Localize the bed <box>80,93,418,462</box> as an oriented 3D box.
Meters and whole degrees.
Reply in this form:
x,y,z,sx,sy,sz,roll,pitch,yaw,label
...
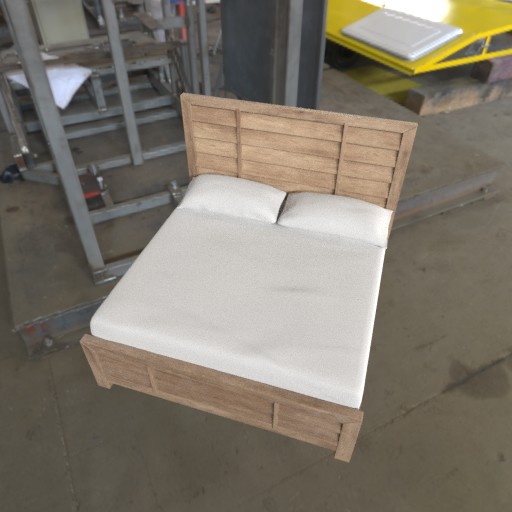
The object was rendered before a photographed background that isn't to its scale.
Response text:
x,y,z,sx,sy,sz,roll,pitch,yaw,label
0.000,0.000,3.547,2.032,1.626,2.062,12,43,13,bed
